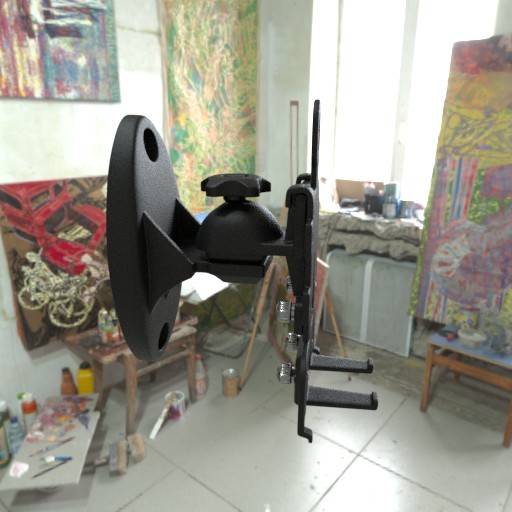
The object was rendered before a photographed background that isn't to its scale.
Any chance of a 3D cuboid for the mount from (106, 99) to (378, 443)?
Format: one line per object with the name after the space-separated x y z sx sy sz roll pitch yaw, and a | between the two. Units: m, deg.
0.000 0.000 0.177 0.100 0.118 0.066 3 17 10 | mount
